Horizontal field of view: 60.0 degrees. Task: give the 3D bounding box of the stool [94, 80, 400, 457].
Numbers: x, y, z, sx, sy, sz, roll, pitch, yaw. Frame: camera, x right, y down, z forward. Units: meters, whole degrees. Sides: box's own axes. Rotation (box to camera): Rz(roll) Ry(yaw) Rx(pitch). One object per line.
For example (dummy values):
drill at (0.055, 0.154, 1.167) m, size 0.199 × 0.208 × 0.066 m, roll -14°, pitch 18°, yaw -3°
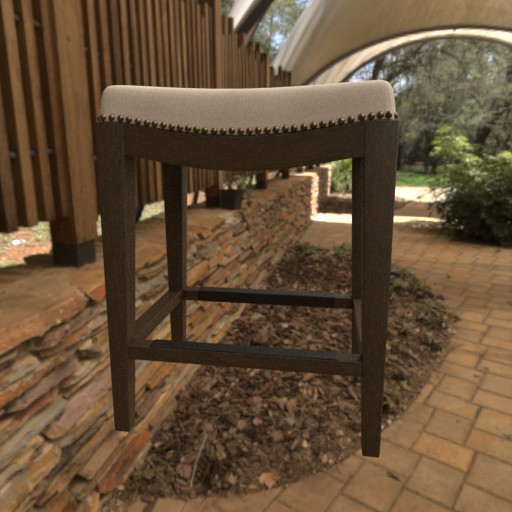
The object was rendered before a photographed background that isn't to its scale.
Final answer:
stool at (0.000, 0.000, 0.919) m, size 0.500 × 0.642 × 0.361 m, roll 2°, pitch 15°, yaw 9°
